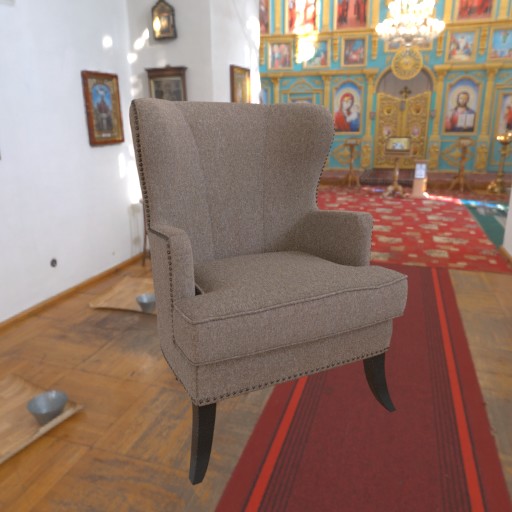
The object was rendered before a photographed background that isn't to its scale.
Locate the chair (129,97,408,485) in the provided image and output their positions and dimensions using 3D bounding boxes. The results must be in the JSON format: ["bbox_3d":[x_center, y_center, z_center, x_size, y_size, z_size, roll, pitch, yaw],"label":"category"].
[{"bbox_3d":[0.000,0.000,1.560,0.759,1.060,0.758,-8,18,-26],"label":"chair"}]
